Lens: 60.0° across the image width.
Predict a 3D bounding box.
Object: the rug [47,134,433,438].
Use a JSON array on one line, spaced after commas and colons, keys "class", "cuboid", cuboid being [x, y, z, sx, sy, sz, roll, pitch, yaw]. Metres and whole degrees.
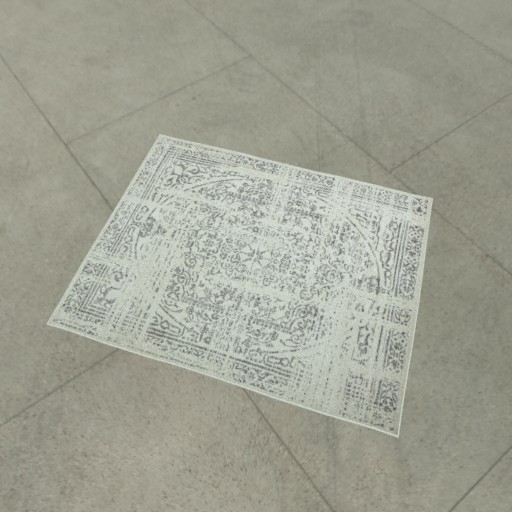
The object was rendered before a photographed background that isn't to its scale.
[{"class": "rug", "cuboid": [0.000, 0.000, 3.994, 2.921, 0.032, 2.311, 15, 60, 9]}]
